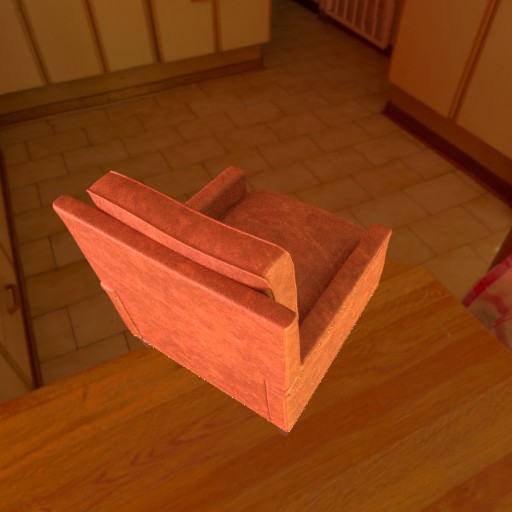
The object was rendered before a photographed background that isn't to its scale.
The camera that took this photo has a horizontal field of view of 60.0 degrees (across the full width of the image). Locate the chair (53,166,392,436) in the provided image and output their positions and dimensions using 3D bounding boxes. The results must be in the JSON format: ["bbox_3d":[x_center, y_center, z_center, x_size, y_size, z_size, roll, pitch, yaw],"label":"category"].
[{"bbox_3d":[0.000,0.000,1.831,0.854,1.054,1.035,26,52,22],"label":"chair"}]
